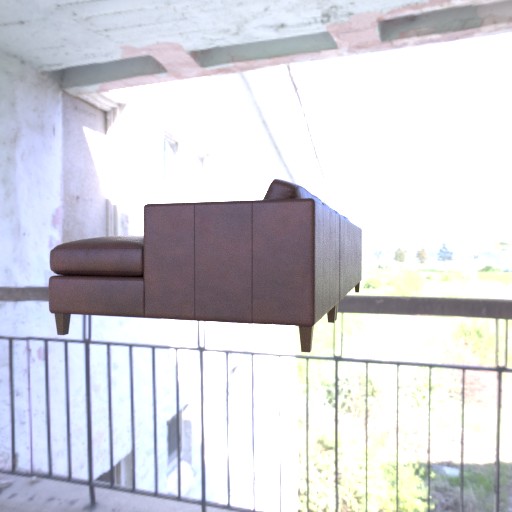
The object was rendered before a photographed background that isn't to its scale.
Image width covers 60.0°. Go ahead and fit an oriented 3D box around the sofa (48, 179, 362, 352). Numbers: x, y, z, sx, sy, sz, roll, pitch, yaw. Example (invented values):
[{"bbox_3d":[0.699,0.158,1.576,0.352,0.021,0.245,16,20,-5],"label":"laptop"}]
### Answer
[{"bbox_3d":[0.000,0.000,3.859,1.581,0.883,3.203,0,1,17],"label":"sofa"}]
